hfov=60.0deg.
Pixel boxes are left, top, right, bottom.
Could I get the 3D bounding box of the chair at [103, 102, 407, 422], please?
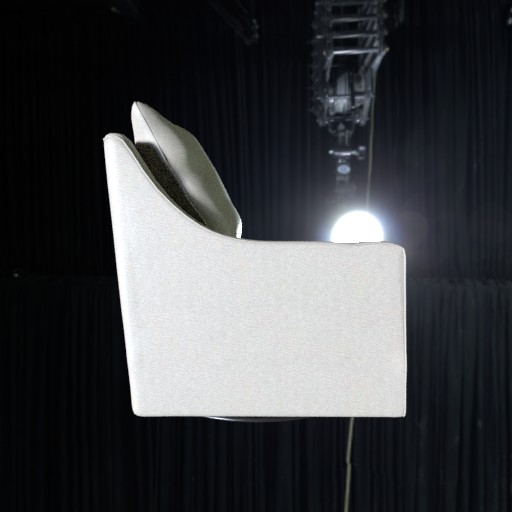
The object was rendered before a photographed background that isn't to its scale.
[{"bbox_3d":[0.000,0.000,1.611,0.876,0.942,0.760,0,1,1],"label":"chair"}]
